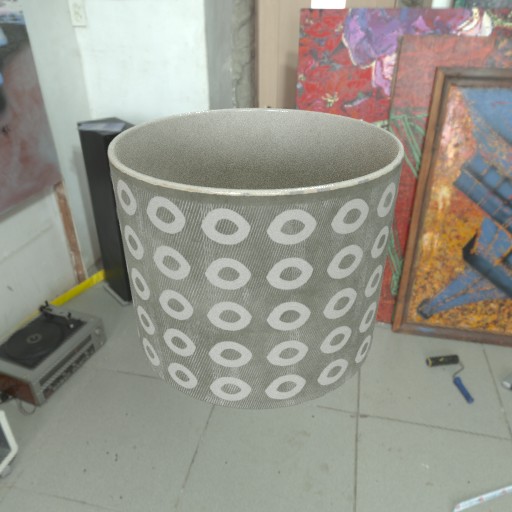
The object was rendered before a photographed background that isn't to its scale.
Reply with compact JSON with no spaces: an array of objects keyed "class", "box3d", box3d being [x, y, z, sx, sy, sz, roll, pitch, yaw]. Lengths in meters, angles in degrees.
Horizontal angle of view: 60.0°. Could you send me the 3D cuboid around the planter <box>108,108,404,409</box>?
[{"class":"planter","box3d":[0.000,0.000,0.448,0.250,0.239,0.250,0,30,0]}]
